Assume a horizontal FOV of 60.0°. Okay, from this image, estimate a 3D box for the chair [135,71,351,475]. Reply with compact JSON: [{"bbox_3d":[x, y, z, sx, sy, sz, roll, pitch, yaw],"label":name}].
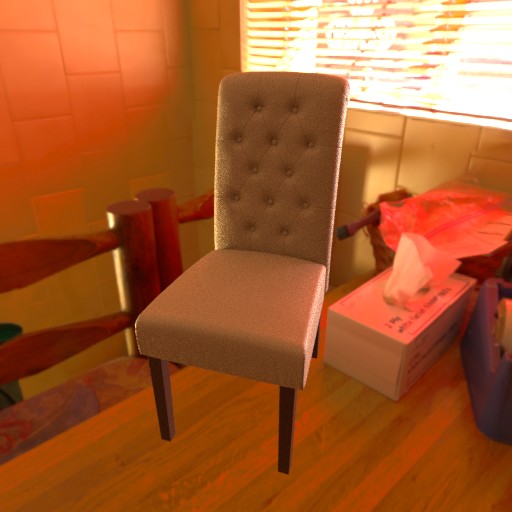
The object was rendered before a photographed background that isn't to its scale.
[{"bbox_3d":[0.000,0.000,1.349,0.456,1.006,0.671,8,27,16],"label":"chair"}]
